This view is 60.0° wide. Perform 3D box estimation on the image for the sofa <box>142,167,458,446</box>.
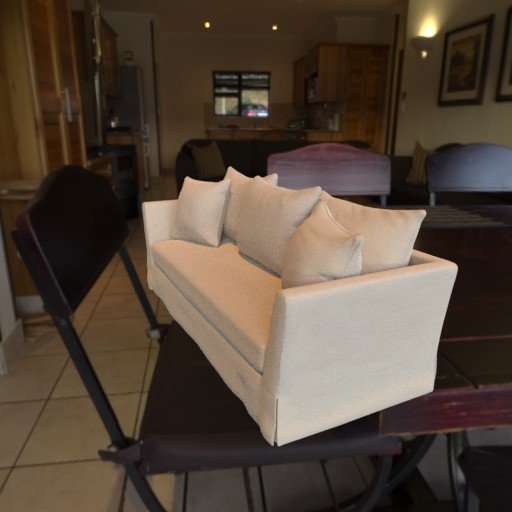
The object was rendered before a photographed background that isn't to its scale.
[{"bbox_3d":[0.000,0.000,3.078,1.046,1.047,2.499,-8,18,-25],"label":"sofa"}]
